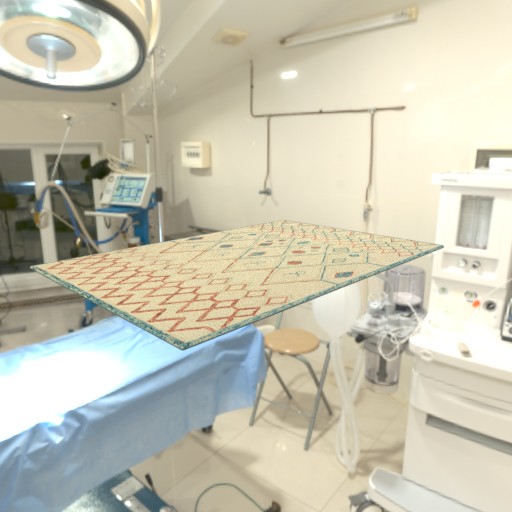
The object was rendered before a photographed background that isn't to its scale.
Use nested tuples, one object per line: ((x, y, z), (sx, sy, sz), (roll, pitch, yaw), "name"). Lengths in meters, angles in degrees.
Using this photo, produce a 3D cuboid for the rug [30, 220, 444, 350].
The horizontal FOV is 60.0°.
((0.000, 0.000, 2.321), (1.219, 0.016, 1.829), (14, 20, 43), "rug")
